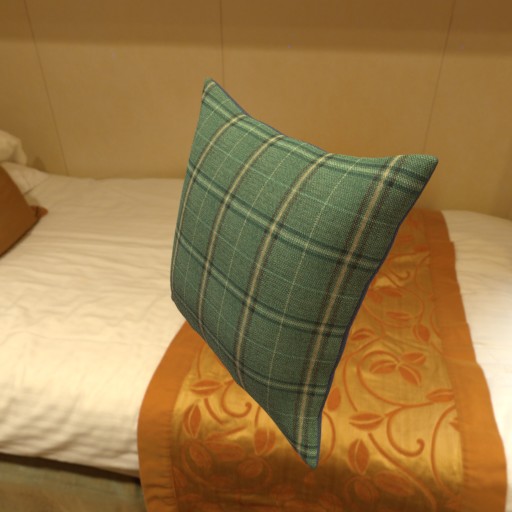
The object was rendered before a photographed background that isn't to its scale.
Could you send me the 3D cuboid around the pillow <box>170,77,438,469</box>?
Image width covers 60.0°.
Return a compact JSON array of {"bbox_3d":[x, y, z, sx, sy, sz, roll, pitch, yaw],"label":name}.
[{"bbox_3d":[0.000,0.000,0.674,0.200,0.430,0.453,-21,39,-28],"label":"pillow"}]
